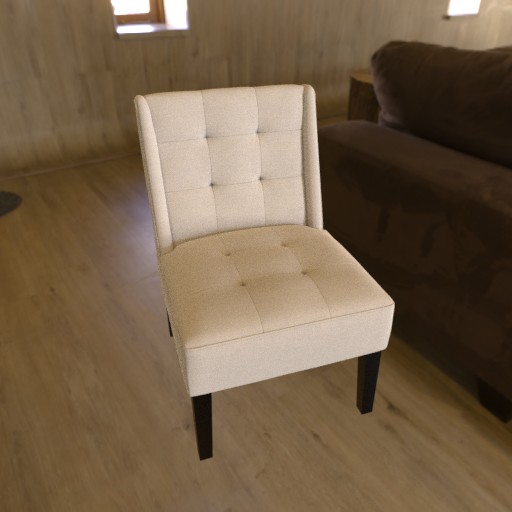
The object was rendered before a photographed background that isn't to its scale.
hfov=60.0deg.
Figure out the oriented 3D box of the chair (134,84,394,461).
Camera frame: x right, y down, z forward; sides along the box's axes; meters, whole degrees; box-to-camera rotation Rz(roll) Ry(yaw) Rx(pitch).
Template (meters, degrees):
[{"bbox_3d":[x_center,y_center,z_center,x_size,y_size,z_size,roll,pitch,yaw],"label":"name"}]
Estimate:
[{"bbox_3d":[0.000,0.000,1.331,0.569,0.853,0.676,-10,33,-15],"label":"chair"}]
